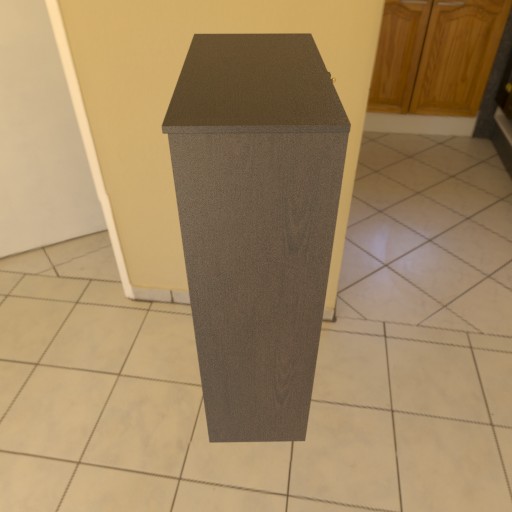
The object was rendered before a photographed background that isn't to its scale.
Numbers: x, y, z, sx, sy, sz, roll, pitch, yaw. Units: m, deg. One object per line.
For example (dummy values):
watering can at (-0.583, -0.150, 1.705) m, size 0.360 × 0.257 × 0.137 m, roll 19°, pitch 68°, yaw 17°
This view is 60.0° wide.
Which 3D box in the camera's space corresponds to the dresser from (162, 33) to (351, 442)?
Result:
dresser at (0.000, 0.000, 1.539) m, size 0.418 × 1.254 × 0.704 m, roll -1°, pitch 40°, yaw -1°
